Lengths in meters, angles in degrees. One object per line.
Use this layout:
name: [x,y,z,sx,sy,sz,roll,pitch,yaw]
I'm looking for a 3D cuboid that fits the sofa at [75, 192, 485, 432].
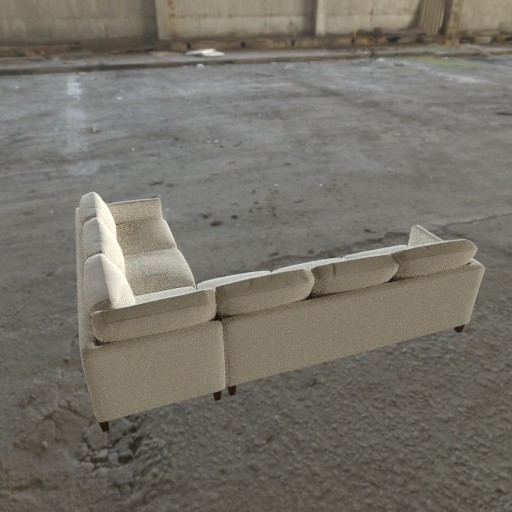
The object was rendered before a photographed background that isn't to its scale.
sofa: [0.000,0.000,4.418,3.302,0.947,2.593,-10,31,-18]
